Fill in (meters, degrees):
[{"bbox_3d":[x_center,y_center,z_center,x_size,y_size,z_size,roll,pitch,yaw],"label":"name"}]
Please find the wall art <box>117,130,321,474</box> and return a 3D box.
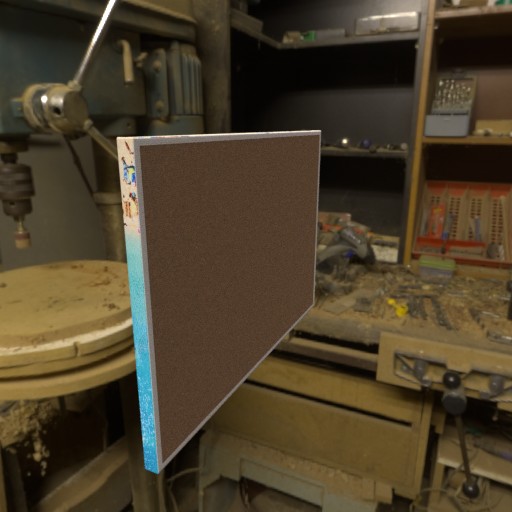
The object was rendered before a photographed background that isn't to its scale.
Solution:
[{"bbox_3d":[0.000,0.000,1.434,0.040,0.769,1.136,8,18,25],"label":"wall art"}]
